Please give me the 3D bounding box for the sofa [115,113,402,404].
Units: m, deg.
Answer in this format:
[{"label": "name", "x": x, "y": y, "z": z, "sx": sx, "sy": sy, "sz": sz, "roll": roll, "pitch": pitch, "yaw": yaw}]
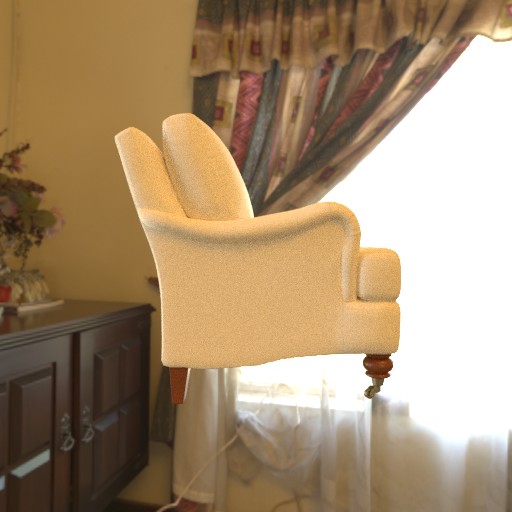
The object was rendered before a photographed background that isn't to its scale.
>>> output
[{"label": "sofa", "x": 0.000, "y": 0.000, "z": 2.513, "sx": 1.084, "sy": 1.101, "sz": 1.853, "roll": 0, "pitch": 0, "yaw": -1}]
